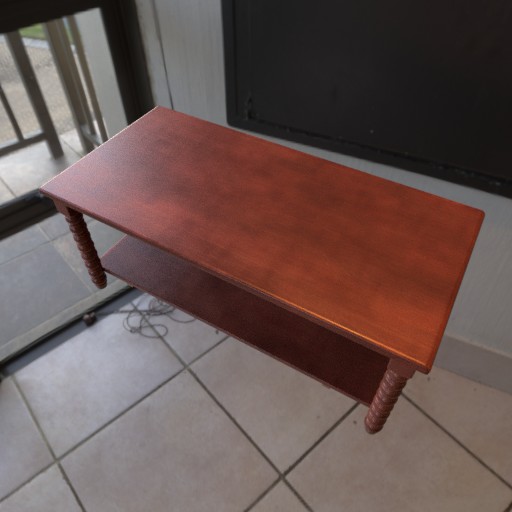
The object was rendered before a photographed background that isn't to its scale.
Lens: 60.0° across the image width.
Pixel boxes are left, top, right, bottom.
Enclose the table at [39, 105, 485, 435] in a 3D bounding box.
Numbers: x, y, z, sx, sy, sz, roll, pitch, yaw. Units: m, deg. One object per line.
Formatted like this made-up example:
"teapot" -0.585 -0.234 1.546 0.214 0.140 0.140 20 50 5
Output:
"table" 0.000 0.000 1.457 1.171 0.485 0.580 23 52 20
